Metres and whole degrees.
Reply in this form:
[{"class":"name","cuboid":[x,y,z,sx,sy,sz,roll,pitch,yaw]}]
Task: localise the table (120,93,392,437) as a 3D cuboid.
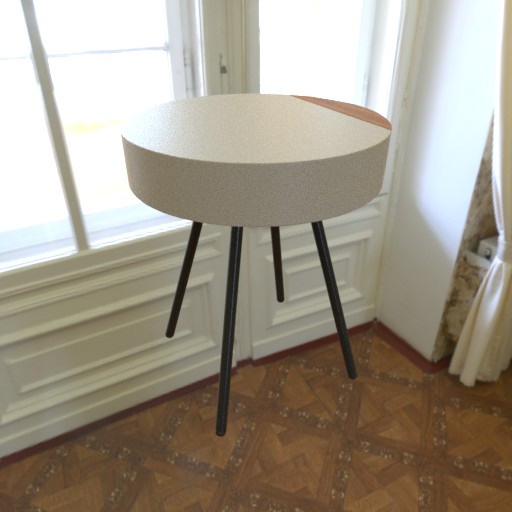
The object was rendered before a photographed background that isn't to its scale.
[{"class":"table","cuboid":[0.000,0.000,0.865,0.450,0.525,0.450,0,31,0]}]
